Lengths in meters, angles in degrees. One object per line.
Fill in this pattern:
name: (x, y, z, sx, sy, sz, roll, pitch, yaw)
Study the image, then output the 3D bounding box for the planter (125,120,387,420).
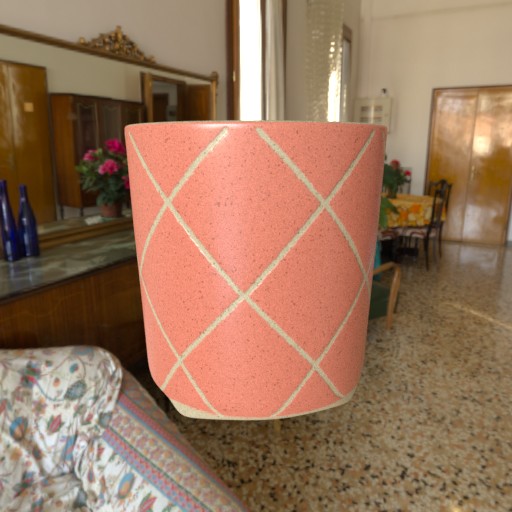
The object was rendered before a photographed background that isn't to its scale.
planter: (0.000, 0.000, 0.358, 0.191, 0.200, 0.191, 0, 14, 0)
